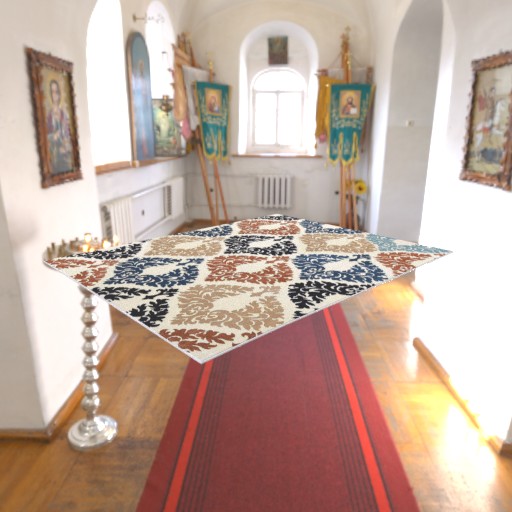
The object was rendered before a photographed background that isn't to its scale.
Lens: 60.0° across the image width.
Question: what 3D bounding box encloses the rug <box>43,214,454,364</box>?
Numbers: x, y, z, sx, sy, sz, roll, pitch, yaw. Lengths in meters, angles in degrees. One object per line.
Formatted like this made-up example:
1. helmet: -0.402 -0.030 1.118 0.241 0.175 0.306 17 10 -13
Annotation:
1. rug: 0.000 0.000 4.174 3.040 0.014 2.423 -15 23 -41
